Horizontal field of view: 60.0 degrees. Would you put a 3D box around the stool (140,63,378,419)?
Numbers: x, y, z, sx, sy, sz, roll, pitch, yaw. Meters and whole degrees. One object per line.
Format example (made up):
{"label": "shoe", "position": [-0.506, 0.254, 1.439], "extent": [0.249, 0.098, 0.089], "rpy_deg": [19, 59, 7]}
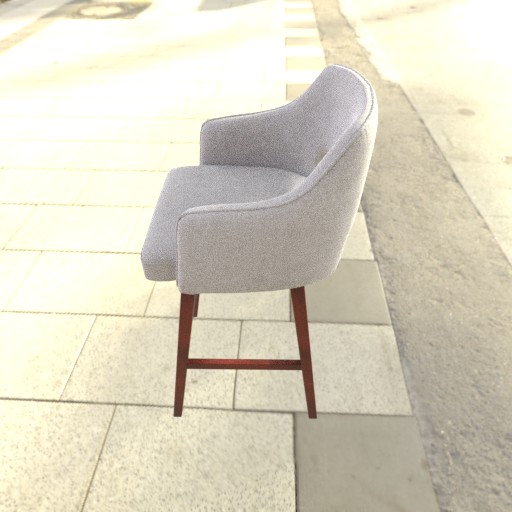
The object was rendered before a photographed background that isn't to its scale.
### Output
{"label": "stool", "position": [0.000, 0.000, 1.332], "extent": [0.558, 1.012, 0.548], "rpy_deg": [1, 40, 1]}
